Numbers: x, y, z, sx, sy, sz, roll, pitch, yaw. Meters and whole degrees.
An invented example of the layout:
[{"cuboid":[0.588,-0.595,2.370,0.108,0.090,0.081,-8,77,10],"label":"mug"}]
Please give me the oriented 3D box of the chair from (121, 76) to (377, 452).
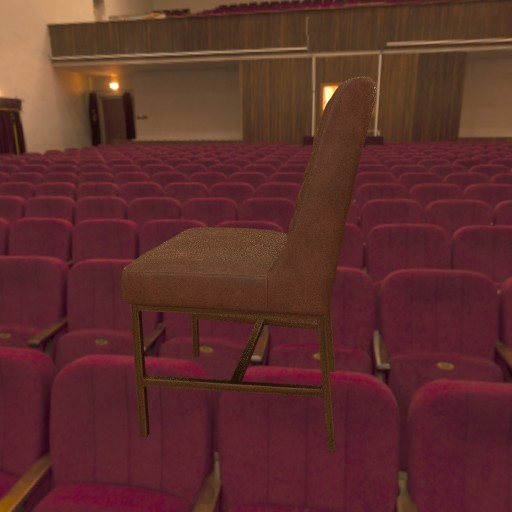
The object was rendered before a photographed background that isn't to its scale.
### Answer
[{"cuboid":[0.000,0.000,1.248,0.587,0.889,0.508,2,14,9],"label":"chair"}]
